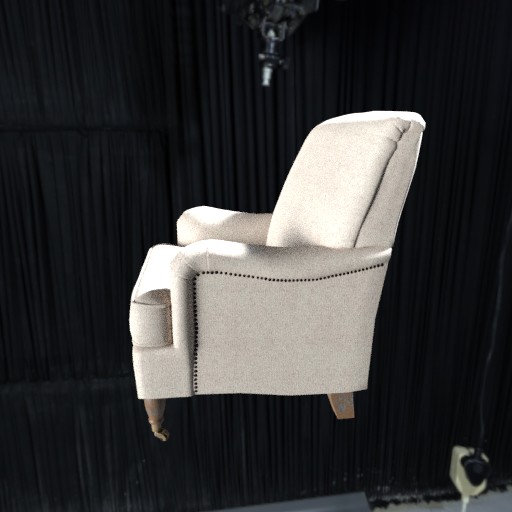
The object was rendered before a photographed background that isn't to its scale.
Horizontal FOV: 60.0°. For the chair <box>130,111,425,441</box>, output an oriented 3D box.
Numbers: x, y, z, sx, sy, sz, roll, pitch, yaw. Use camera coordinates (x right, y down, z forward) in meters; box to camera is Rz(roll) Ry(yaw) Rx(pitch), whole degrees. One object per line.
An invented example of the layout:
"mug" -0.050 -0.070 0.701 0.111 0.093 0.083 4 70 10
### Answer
"chair" 0.000 0.000 1.824 0.953 1.119 0.879 -2 14 -8
